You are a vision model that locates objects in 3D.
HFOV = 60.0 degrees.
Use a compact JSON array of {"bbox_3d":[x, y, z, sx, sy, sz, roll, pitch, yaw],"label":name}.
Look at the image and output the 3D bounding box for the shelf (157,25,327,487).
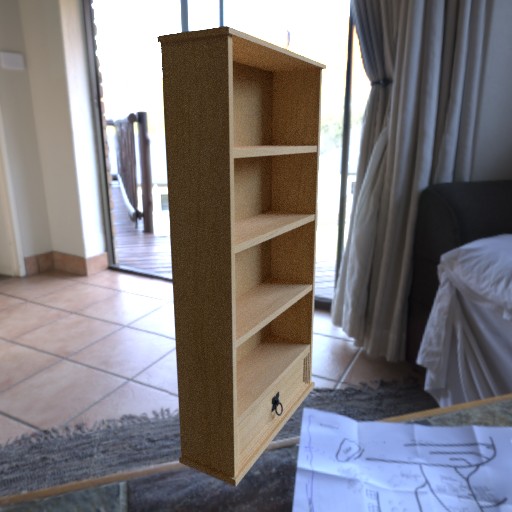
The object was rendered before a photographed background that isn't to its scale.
[{"bbox_3d":[0.000,0.000,1.212,0.175,1.030,0.520,8,17,28],"label":"shelf"}]
